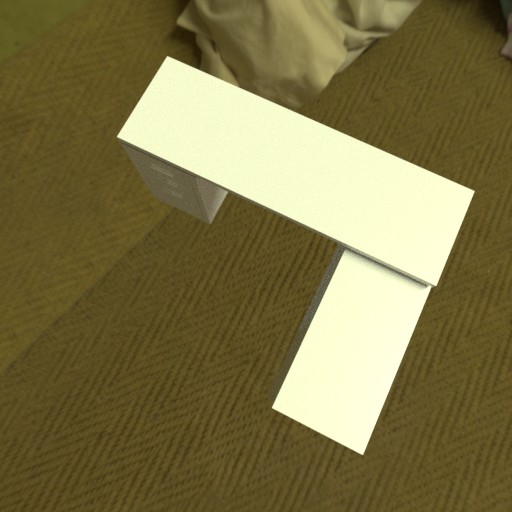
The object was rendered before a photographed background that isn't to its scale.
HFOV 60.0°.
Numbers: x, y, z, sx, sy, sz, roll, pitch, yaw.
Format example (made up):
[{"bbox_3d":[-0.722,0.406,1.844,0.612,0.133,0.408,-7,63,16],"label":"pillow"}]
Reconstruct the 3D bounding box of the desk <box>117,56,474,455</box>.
[{"bbox_3d":[0.000,0.000,2.242,1.524,0.753,1.200,26,78,6],"label":"desk"}]
